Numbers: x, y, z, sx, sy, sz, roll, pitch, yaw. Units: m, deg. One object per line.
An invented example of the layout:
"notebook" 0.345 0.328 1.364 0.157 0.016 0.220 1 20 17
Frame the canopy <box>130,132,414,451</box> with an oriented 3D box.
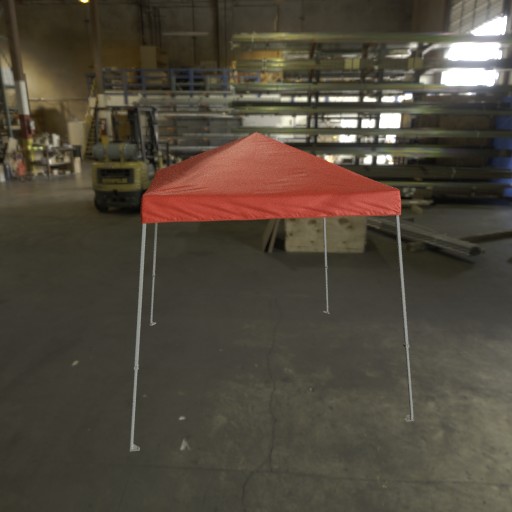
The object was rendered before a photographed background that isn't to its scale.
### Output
"canopy" 0.000 0.000 5.308 2.850 2.850 2.849 -3 17 -9
